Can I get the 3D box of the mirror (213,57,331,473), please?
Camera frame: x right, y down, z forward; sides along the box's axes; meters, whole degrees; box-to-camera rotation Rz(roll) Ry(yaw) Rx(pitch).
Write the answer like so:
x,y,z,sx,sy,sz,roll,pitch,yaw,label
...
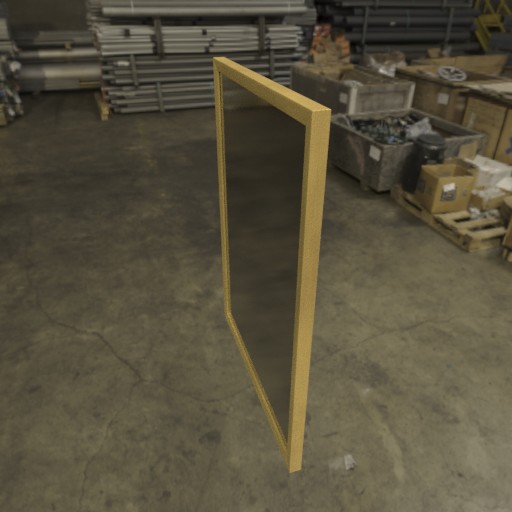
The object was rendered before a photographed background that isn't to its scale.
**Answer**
x,y,z,sx,sy,sz,roll,pitch,yaw,label
0.000,0.000,1.334,0.040,1.016,0.762,-9,32,-15,mirror
